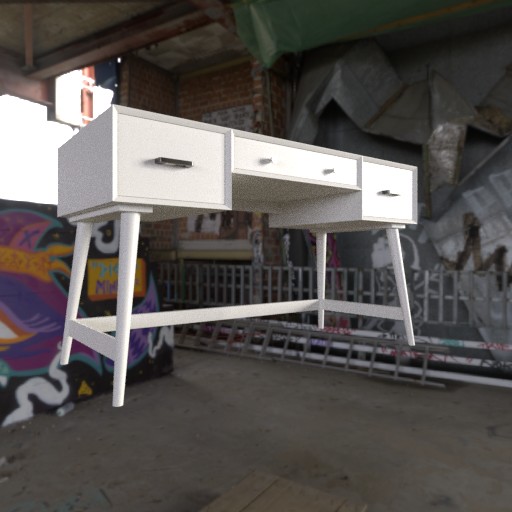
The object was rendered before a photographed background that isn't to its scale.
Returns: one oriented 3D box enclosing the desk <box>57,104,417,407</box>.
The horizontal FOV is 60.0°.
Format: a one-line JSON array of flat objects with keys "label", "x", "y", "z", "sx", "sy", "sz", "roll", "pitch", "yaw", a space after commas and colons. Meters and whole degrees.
[{"label": "desk", "x": 0.000, "y": 0.000, "z": 1.726, "sx": 1.313, "sy": 0.762, "sz": 0.589, "roll": 0, "pitch": 0, "yaw": -37}]
